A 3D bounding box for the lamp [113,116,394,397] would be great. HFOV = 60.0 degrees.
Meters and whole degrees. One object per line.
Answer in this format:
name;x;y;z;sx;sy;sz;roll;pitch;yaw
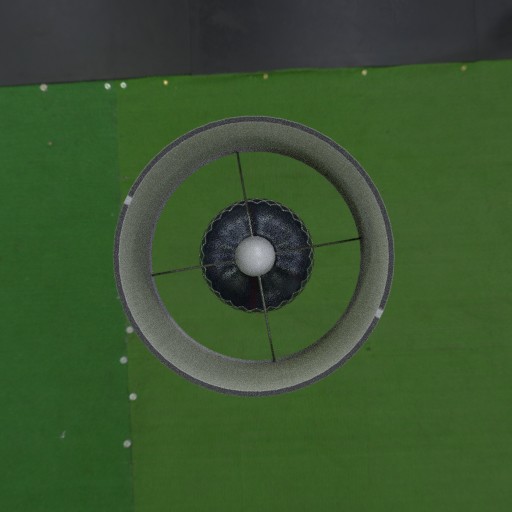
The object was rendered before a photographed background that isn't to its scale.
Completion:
lamp;0.000;0.000;0.780;0.376;0.540;0.376;0;90;1
